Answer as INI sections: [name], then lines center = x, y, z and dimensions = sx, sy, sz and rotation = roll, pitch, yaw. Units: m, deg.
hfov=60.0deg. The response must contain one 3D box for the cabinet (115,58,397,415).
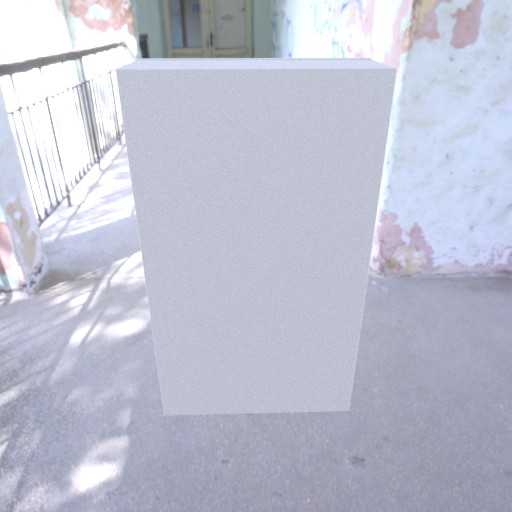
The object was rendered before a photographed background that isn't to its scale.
[cabinet]
center = 0.000, 0.000, 2.686
dimensions = 1.250, 2.160, 0.480
rotation = -1, 29, -2
